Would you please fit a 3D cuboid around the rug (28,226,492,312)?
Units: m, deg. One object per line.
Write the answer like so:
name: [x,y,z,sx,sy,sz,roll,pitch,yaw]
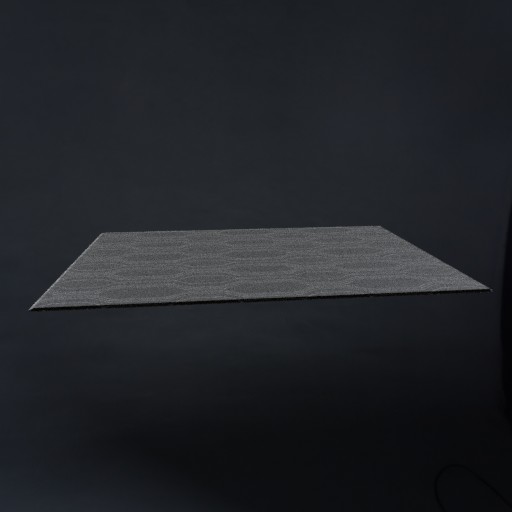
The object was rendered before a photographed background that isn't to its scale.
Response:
rug: [0.000,0.000,2.326,1.836,0.012,1.239,-2,16,-6]
